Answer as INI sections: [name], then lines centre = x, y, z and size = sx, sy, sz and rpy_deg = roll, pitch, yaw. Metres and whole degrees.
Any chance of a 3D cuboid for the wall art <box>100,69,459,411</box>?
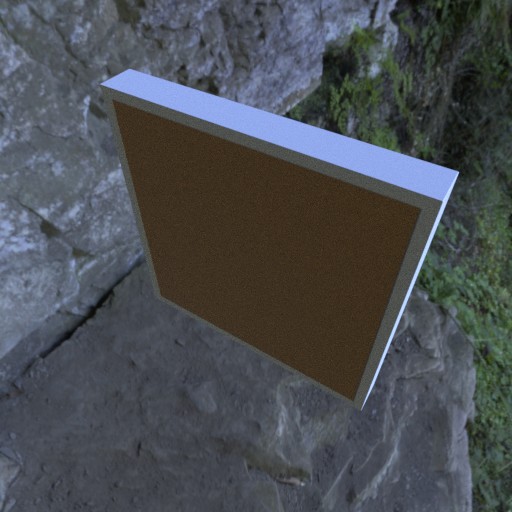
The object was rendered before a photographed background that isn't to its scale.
[wall art]
centre = 0.000, 0.000, 0.458
size = 0.305, 0.305, 0.038
rpy_deg = 25, 51, 22
